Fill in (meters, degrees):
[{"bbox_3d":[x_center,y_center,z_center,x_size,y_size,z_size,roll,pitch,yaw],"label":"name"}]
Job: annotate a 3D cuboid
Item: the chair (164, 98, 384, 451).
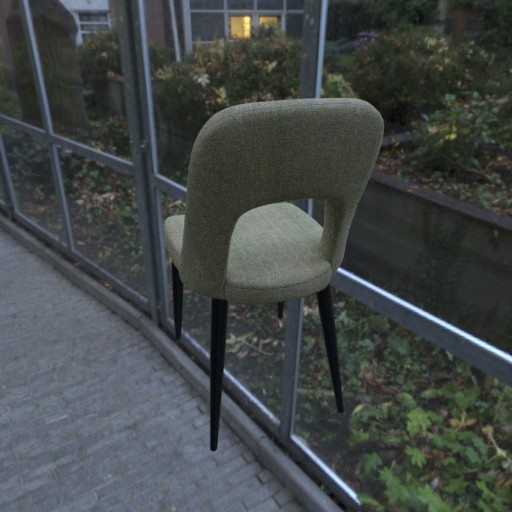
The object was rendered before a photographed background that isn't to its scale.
[{"bbox_3d":[0.000,0.000,1.280,0.470,0.931,0.612,-9,28,-17],"label":"chair"}]
